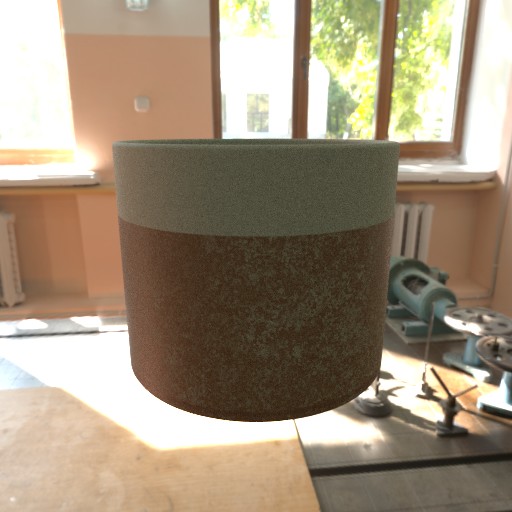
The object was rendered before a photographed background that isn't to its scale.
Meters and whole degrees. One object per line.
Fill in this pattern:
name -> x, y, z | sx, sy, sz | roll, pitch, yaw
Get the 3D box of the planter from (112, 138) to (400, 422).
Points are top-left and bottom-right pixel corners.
planter -> 0.000, 0.000, 0.274 | 0.159, 0.138, 0.159 | 0, 16, 0
